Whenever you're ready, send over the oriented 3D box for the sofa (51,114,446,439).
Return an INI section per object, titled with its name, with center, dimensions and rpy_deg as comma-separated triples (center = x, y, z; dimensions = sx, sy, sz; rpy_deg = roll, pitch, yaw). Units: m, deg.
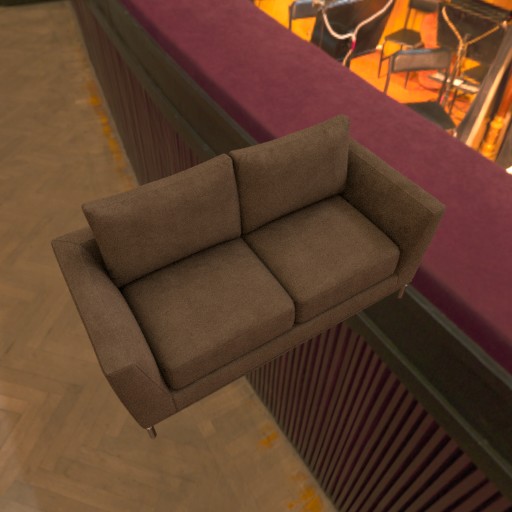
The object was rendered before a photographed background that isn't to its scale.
[sofa]
center = 0.000, 0.000, 2.386
dimensions = 1.832, 1.013, 0.855
rpy_deg = -24, 52, -21
